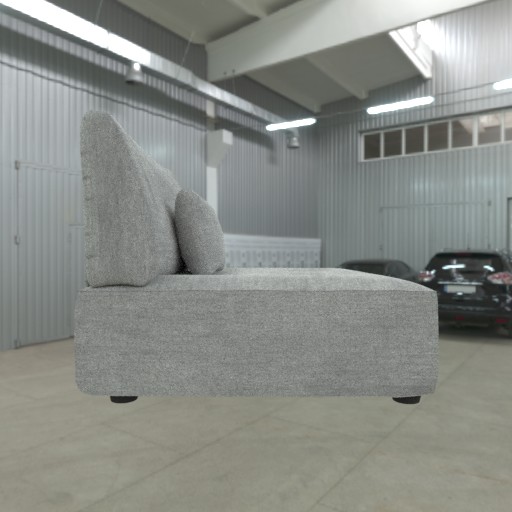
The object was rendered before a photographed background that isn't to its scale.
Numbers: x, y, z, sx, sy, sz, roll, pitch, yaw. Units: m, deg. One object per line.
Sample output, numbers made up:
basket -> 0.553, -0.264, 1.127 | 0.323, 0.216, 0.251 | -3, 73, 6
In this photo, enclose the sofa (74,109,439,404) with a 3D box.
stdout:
sofa -> 0.000, 0.000, 1.670 | 1.000, 0.820, 0.930 | 0, 0, 1
